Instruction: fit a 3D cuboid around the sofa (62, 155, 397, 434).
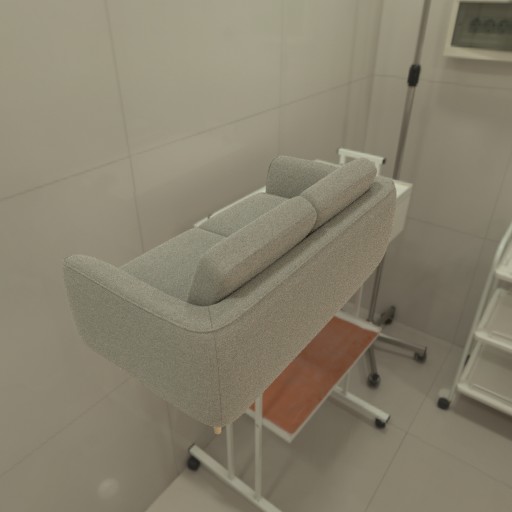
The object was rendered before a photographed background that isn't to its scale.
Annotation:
[{"bbox_3d":[0.000,0.000,2.297,0.920,0.850,1.700,21,37,30],"label":"sofa"}]
